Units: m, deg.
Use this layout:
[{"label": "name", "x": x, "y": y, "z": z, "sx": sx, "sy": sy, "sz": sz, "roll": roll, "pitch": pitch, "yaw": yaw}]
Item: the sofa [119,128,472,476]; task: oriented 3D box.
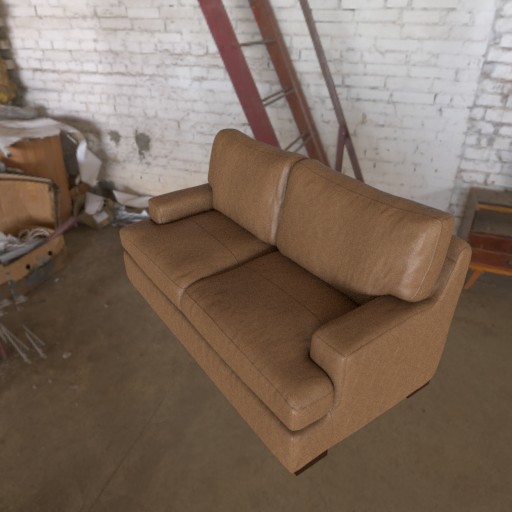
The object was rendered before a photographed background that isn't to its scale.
[{"label": "sofa", "x": 0.000, "y": 0.000, "z": 2.428, "sx": 0.962, "sy": 0.980, "sz": 1.855, "roll": -20, "pitch": 36, "yaw": -30}]
